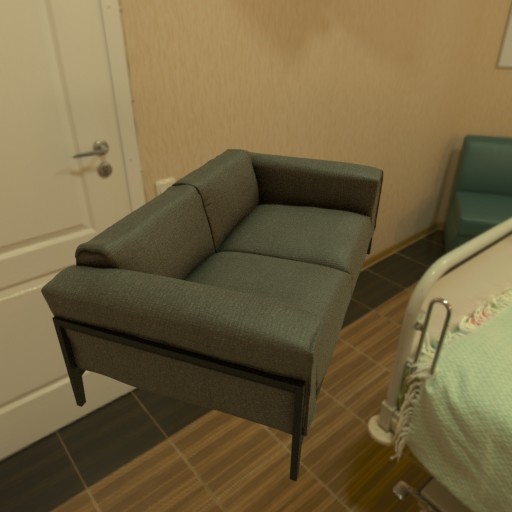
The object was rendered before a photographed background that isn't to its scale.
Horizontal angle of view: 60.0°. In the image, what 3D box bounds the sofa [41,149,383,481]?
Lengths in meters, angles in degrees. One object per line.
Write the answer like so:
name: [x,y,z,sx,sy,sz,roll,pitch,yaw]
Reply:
sofa: [0.000,0.000,2.133,0.960,0.656,1.690,11,31,18]
